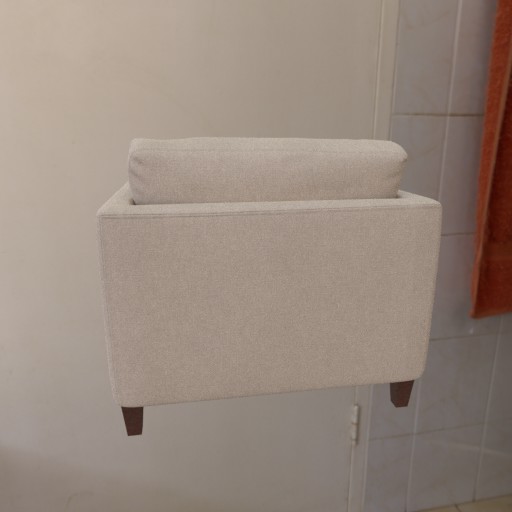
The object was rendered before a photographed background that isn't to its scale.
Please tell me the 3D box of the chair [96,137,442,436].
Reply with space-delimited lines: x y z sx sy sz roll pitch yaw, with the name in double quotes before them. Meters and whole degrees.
"chair" 0.000 0.000 1.844 1.107 0.961 0.959 -3 16 -9
